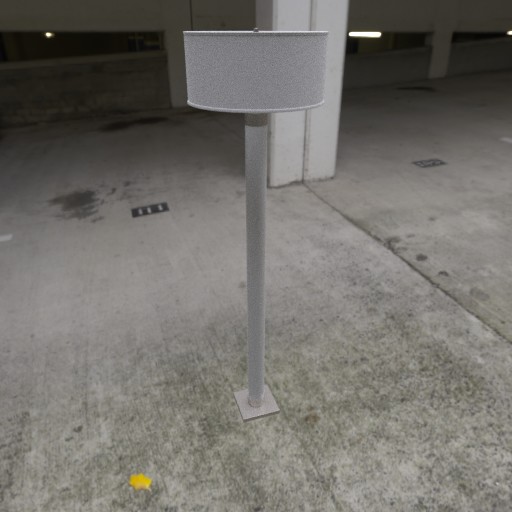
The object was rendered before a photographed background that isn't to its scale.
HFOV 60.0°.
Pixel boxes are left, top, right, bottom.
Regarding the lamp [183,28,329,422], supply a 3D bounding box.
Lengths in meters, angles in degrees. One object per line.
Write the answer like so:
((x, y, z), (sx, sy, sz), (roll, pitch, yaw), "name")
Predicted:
((0.000, 0.000, 1.614), (0.420, 1.475, 0.420), (-9, 28, -16), "lamp")
